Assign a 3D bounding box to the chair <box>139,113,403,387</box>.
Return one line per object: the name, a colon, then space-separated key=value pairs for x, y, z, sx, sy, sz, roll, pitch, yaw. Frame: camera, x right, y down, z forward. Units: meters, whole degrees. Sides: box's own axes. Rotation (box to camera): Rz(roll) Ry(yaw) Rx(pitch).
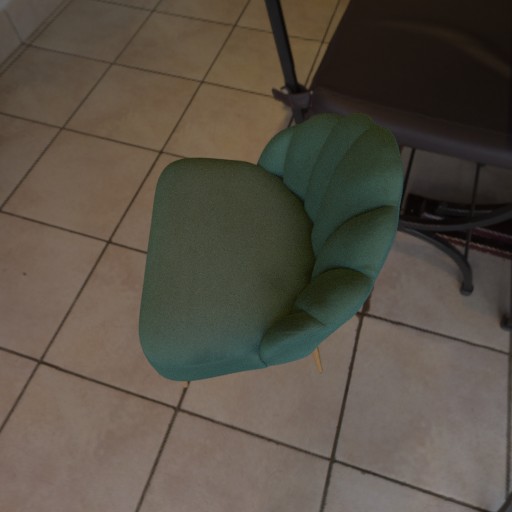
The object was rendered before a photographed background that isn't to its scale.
chair: x=0.000 y=0.000 z=1.248 sx=0.599 sy=0.819 sz=0.657 roll=-1 pitch=58 yaw=-1
